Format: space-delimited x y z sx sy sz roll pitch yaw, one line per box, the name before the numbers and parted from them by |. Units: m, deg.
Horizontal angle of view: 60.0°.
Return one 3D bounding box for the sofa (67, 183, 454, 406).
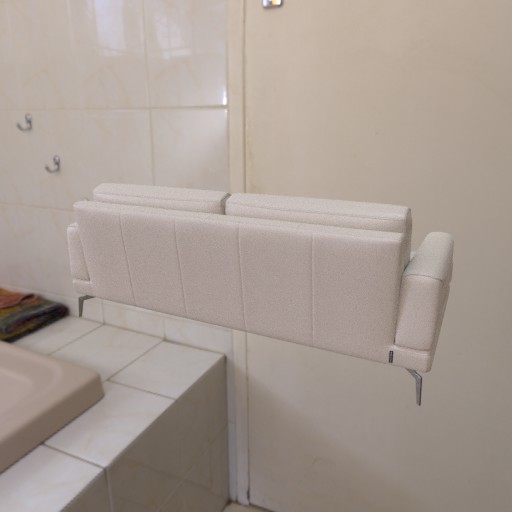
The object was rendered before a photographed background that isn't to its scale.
sofa | 0.000 0.000 2.406 1.940 0.765 0.974 8 18 26
